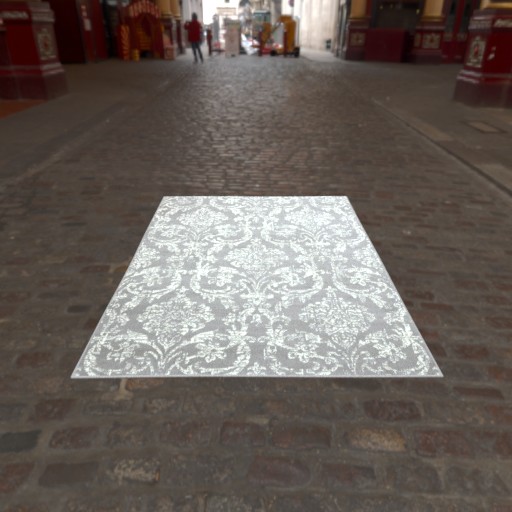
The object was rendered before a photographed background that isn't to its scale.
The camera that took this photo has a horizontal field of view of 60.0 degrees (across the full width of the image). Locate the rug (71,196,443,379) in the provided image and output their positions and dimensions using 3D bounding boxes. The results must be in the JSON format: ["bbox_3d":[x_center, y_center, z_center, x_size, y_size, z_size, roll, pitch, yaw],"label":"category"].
[{"bbox_3d":[0.000,0.000,2.847,1.578,0.014,2.206,0,28,0],"label":"rug"}]
